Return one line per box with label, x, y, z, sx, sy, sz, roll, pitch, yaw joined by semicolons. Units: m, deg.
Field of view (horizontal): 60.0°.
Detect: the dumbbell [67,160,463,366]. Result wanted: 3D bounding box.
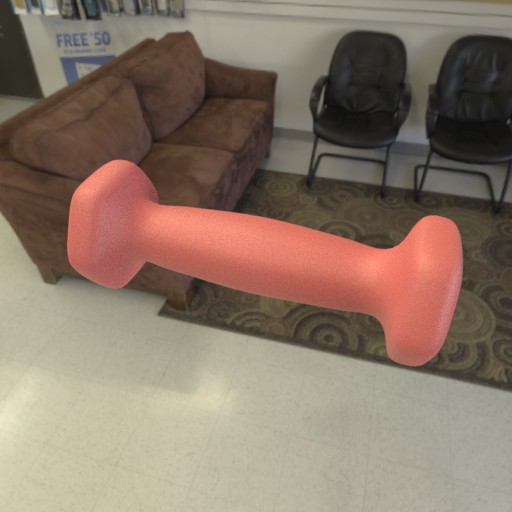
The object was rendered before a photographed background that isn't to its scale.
dumbbell;0.000;0.000;0.147;0.123;0.043;0.047;12;42;14
